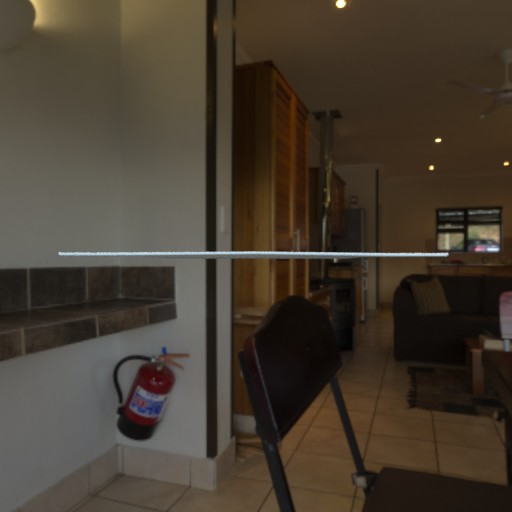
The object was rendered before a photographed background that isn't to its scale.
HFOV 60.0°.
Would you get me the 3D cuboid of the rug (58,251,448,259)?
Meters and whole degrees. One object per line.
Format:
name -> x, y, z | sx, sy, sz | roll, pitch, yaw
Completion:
rug -> 0.000, 0.000, 2.972 | 1.613, 0.030, 2.306 | 0, -1, 1
